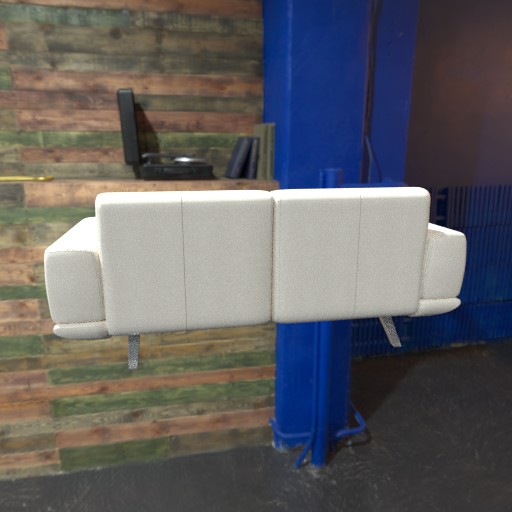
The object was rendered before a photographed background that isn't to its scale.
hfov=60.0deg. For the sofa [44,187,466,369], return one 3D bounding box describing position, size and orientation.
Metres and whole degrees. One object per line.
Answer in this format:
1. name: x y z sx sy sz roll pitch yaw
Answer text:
1. sofa: 0.000 0.000 2.378 1.901 0.772 0.900 -3 14 -10
